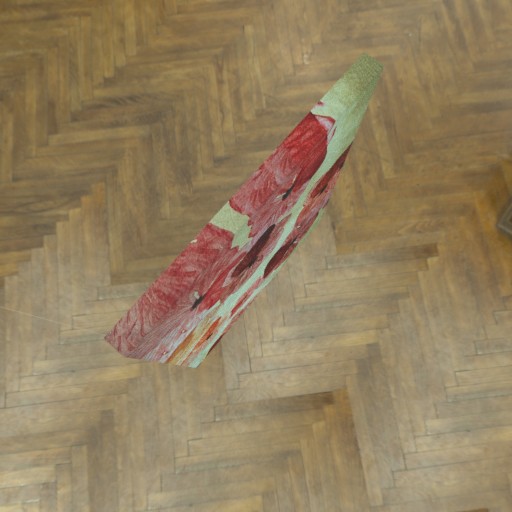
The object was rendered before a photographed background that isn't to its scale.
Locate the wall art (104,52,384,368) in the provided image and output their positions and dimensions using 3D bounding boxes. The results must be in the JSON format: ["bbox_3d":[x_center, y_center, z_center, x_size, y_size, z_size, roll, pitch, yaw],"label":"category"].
[{"bbox_3d":[0.000,0.000,0.691,0.028,0.508,0.406,39,78,10],"label":"wall art"}]
